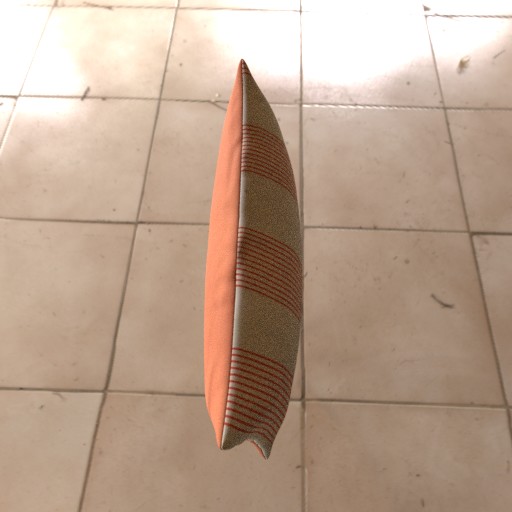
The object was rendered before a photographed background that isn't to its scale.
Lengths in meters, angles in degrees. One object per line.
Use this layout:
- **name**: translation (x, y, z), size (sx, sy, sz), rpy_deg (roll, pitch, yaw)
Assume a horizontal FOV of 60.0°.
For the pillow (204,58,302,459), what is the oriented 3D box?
- **pillow**: translation (0.000, 0.000, 0.736), size (0.156, 0.292, 0.608), rpy_deg (1, 63, 1)
